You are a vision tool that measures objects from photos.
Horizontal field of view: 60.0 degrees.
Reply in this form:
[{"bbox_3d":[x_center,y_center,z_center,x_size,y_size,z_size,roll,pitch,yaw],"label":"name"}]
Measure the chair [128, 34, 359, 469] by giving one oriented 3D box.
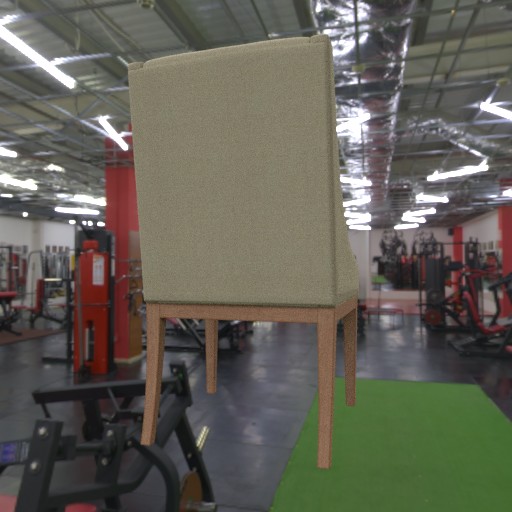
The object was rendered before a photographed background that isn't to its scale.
[{"bbox_3d":[0.000,0.000,1.356,0.575,1.021,0.611,0,-1,17],"label":"chair"}]
